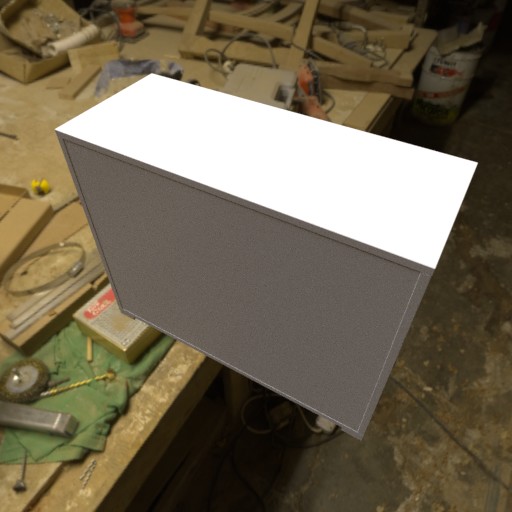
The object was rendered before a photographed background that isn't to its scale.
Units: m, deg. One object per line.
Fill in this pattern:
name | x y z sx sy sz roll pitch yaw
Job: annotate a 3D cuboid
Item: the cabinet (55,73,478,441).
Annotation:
cabinet | 0.000 0.000 1.404 1.000 0.800 0.400 23 50 20
